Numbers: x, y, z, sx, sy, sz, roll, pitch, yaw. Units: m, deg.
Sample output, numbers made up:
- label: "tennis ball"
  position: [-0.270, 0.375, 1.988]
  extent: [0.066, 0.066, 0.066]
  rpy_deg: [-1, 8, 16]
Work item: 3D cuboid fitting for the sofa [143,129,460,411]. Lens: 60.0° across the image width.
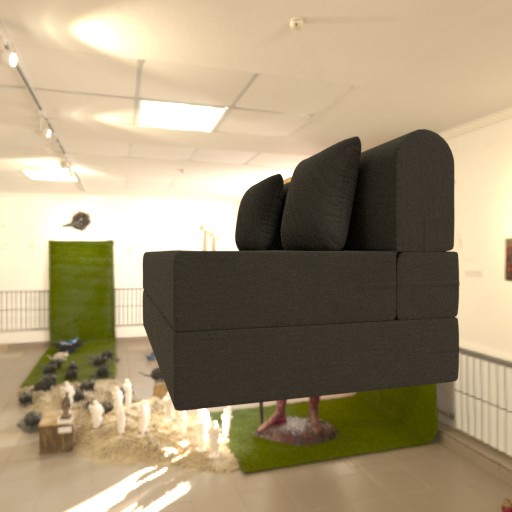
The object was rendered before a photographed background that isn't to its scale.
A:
- label: "sofa"
  position: [0.000, 0.000, 1.656]
  extent: [0.762, 0.670, 1.225]
  rpy_deg: [0, 0, -18]
